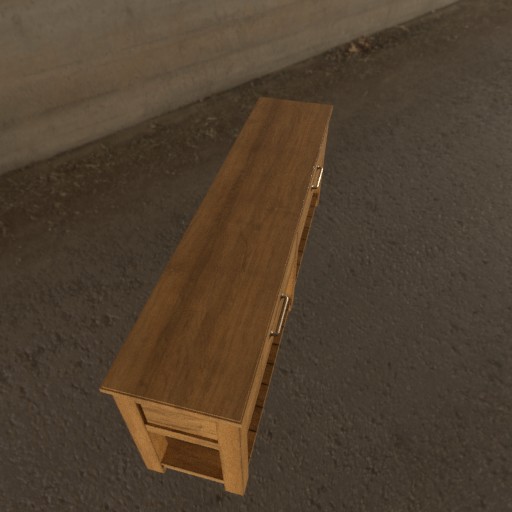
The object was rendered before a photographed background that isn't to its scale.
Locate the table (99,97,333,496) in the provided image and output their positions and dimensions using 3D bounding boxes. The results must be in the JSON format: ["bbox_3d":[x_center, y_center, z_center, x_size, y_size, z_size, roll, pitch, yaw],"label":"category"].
[{"bbox_3d":[0.000,0.000,2.025,0.425,0.635,1.815,10,46,10],"label":"table"}]
